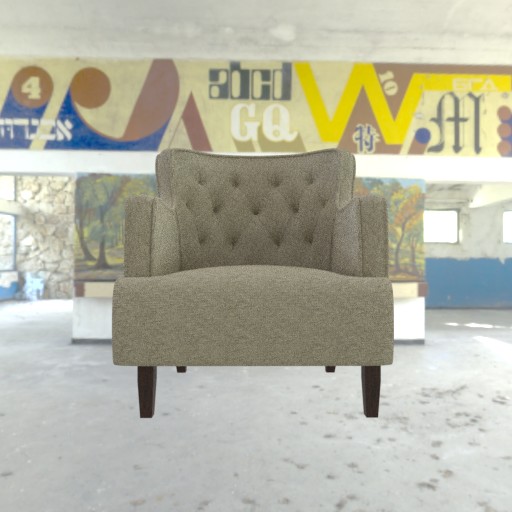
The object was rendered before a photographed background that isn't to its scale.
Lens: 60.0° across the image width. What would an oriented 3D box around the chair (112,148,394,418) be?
[{"bbox_3d":[0.000,0.000,1.648,0.820,0.920,0.910,0,0,0],"label":"chair"}]
